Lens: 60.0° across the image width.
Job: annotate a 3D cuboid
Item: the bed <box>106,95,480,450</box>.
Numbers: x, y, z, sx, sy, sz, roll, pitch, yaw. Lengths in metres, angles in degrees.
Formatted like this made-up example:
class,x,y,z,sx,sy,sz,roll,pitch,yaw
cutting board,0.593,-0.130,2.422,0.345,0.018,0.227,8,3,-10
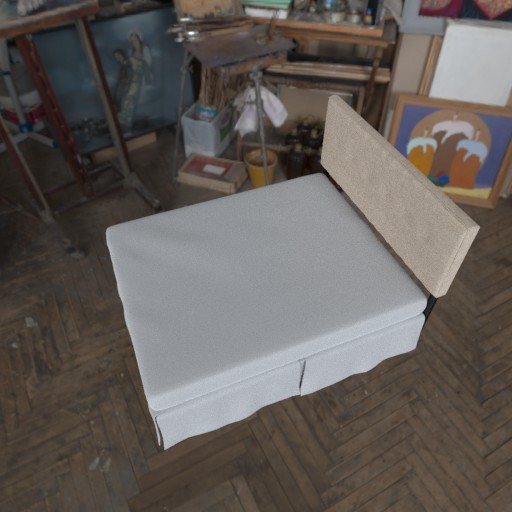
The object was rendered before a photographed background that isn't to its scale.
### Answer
class,x,y,z,sx,sy,sz,roll,pitch,yaw
bed,0.000,0.000,3.101,1.978,1.270,1.643,-17,50,-15
